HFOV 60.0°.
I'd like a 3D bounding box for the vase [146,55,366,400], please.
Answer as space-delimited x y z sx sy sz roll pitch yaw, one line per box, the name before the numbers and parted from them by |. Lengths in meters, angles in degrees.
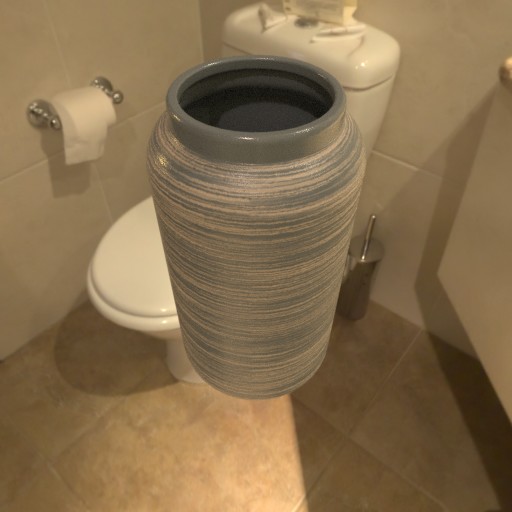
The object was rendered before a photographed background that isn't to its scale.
vase | 0.000 0.000 0.295 0.116 0.230 0.116 0 46 0
